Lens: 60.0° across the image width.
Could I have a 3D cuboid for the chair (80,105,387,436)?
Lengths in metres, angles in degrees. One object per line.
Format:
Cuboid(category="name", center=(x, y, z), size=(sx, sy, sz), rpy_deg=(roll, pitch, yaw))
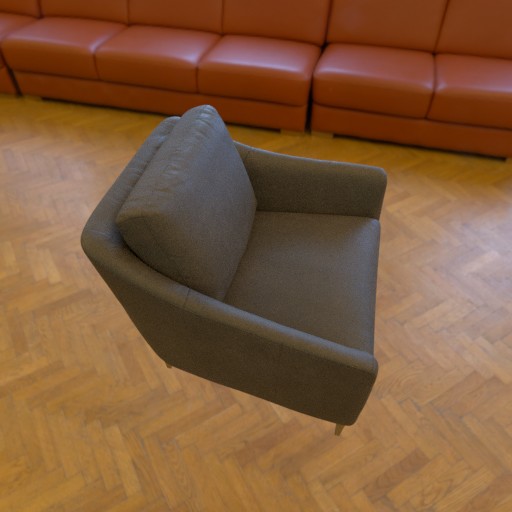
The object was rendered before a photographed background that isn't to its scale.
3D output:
Cuboid(category="chair", center=(0.000, 0.000, 1.732), size=(0.961, 0.901, 0.988), rpy_deg=(10, 47, 9))
